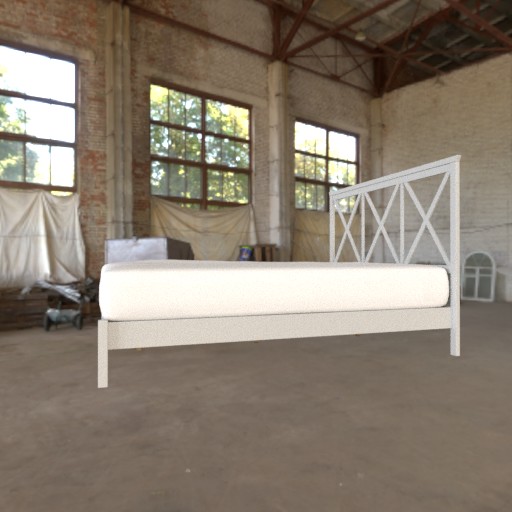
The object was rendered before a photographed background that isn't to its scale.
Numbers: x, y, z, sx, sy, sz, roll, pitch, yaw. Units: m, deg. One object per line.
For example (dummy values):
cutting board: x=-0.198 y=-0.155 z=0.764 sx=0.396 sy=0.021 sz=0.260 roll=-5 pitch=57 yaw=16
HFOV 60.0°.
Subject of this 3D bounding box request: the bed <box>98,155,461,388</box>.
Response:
bed: x=0.000 y=0.000 z=3.210 sx=2.135 sy=1.253 sz=1.673 roll=0 pitch=0 yaw=-19
